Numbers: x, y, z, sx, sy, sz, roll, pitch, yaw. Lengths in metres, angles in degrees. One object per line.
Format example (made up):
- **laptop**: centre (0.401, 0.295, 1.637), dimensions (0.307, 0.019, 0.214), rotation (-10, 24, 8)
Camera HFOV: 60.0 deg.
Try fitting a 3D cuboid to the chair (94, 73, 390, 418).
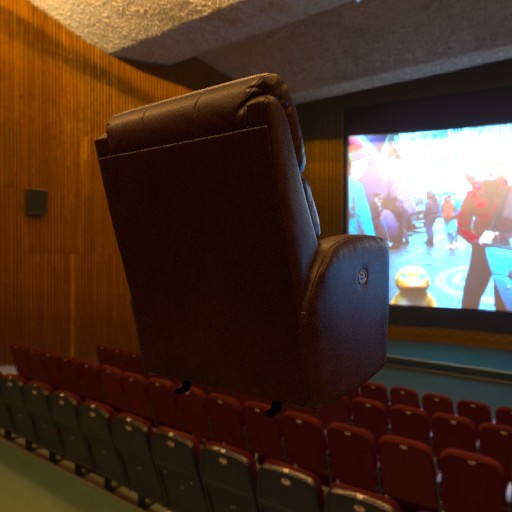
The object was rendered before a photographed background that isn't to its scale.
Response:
- **chair**: centre (0.000, 0.000, 1.699), dimensions (0.787, 1.016, 0.939), rotation (0, 0, 35)
